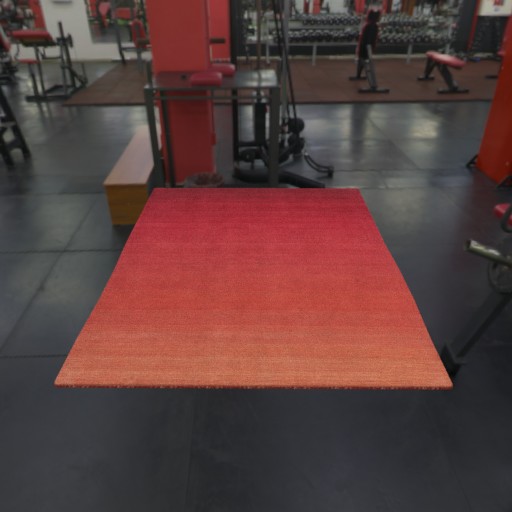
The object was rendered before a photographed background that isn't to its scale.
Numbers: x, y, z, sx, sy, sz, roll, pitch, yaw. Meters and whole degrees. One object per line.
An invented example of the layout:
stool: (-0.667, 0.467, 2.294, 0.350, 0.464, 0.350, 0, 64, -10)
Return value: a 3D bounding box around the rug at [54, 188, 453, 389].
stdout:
rug: (0.000, 0.000, 3.795, 2.340, 0.028, 2.905, 0, 32, 0)
